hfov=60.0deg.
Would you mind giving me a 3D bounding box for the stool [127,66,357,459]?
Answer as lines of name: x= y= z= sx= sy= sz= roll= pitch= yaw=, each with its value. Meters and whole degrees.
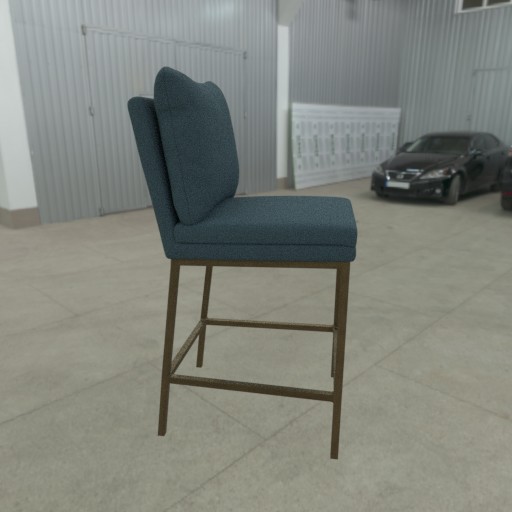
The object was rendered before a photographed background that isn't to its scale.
stool: x=0.000 y=0.000 z=1.346 sx=0.568 sy=1.032 sz=0.463 roll=3 pitch=17 yaw=9
